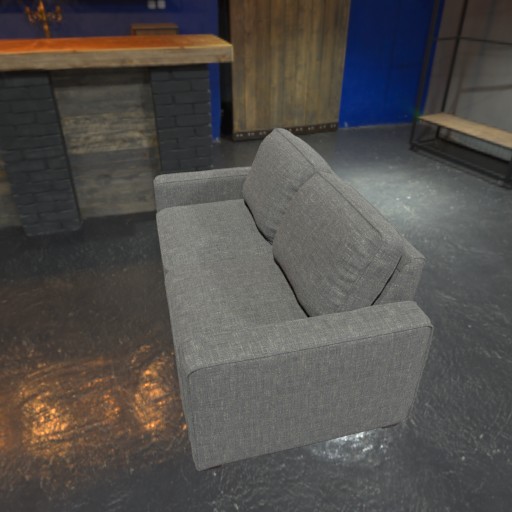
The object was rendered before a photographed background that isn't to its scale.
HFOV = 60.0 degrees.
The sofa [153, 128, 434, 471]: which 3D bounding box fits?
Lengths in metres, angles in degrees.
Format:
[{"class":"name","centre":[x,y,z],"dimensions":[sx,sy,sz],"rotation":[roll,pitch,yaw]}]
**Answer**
[{"class":"sofa","centre":[0.000,0.000,2.281],"dimensions":[0.947,0.918,1.709],"rotation":[-8,33,-12]}]
